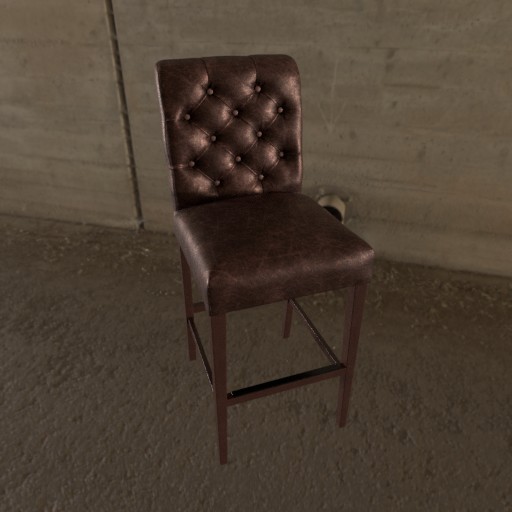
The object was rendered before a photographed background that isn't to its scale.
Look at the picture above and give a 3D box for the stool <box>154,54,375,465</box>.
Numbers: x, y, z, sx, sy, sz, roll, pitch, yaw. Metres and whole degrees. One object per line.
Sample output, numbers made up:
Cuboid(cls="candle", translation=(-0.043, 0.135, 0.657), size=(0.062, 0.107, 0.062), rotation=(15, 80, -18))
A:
Cuboid(cls="stool", translation=(0.000, 0.000, 1.484), size=(0.483, 1.168, 0.659), rotation=(-10, 32, -16))
